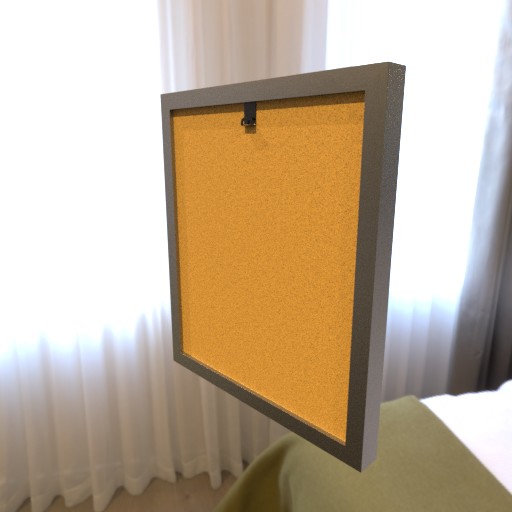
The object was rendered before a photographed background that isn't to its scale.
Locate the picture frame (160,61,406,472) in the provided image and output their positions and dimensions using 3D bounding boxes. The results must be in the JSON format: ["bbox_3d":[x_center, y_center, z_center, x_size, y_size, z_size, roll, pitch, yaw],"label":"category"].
[{"bbox_3d":[0.000,0.000,1.320,0.073,0.968,0.839,-13,19,-42],"label":"picture frame"}]
